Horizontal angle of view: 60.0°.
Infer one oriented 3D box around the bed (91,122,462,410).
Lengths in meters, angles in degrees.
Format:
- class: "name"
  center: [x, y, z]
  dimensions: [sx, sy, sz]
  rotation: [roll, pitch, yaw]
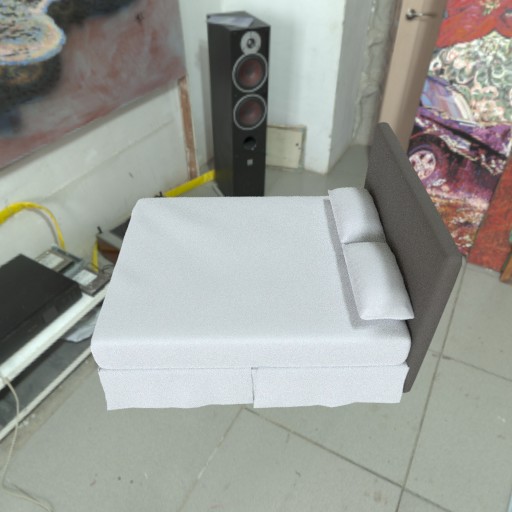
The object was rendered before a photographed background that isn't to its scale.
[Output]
- class: "bed"
  center: [0.000, 0.000, 3.264]
  dimensions: [2.142, 1.330, 1.723]
  rotation: [-1, 41, -1]
